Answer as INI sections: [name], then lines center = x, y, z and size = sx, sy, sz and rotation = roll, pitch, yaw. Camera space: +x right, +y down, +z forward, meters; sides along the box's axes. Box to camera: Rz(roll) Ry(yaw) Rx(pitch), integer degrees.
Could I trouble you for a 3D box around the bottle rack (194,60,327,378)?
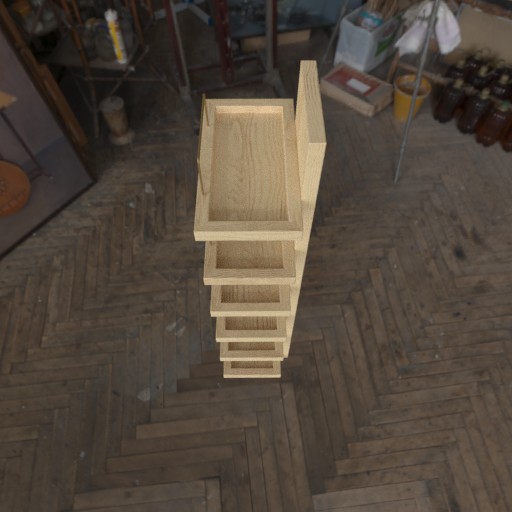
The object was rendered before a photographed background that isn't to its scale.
[bottle rack]
center = 0.000, 0.000, 1.104
size = 0.206, 0.943, 0.330
rotation = 0, 58, 0
